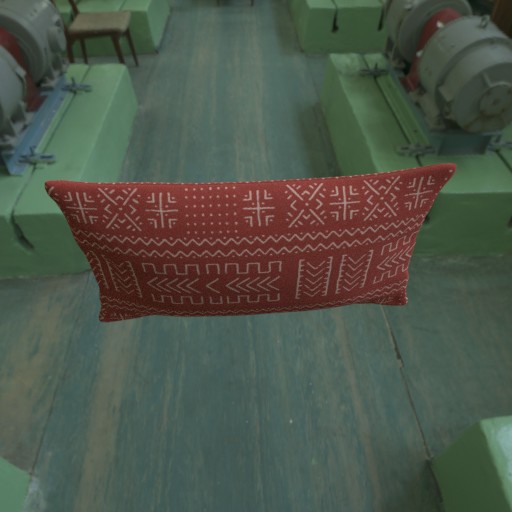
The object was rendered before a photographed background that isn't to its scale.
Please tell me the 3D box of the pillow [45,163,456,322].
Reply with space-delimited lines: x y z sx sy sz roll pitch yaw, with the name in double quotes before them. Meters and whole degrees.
"pillow" 0.000 0.000 0.792 0.640 0.352 0.130 -3 46 -3
